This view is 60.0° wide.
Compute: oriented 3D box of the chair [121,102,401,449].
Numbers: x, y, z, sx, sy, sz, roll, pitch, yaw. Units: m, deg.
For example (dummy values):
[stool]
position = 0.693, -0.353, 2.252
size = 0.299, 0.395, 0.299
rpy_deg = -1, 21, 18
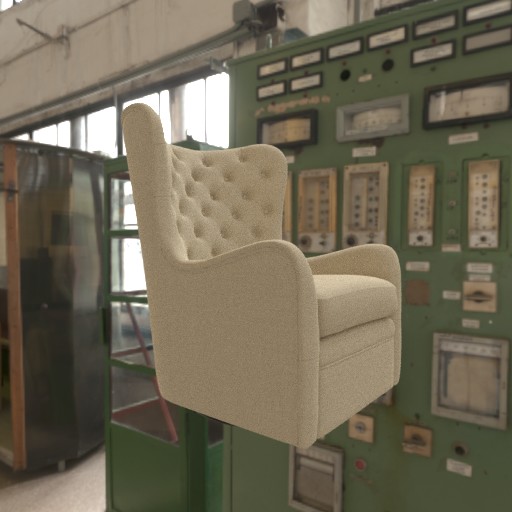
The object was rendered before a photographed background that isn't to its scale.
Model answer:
[chair]
position = 0.000, 0.000, 1.731
size = 0.929, 1.079, 0.831
rpy_deg = 1, 1, 36
